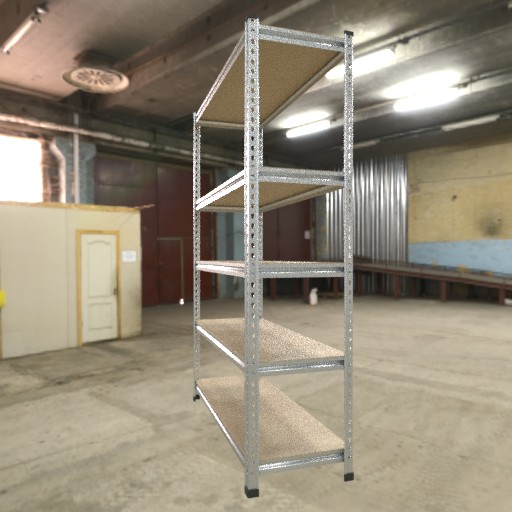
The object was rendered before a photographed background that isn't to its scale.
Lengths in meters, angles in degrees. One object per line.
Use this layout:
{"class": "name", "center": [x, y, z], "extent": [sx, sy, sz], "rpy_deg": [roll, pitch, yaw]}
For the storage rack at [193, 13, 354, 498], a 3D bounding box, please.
{"class": "storage rack", "center": [0.000, 0.000, 2.318], "extent": [0.457, 1.829, 1.219], "rpy_deg": [0, 0, -18]}
